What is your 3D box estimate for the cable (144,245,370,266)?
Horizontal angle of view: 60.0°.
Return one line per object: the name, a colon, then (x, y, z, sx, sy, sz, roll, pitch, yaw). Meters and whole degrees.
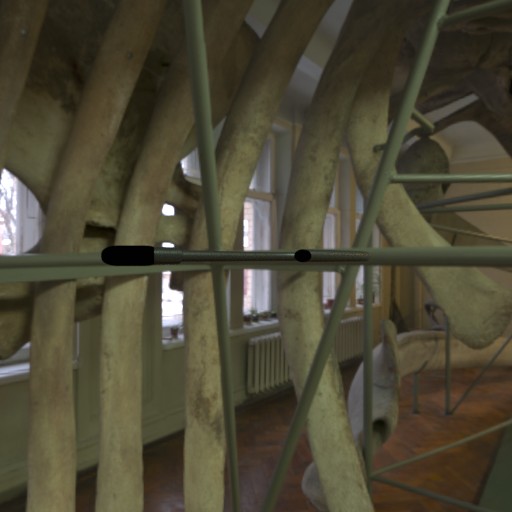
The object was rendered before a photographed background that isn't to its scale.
cable: (0.000, 0.000, 0.112, 0.040, 0.006, 0.098, 0, 0, 37)
